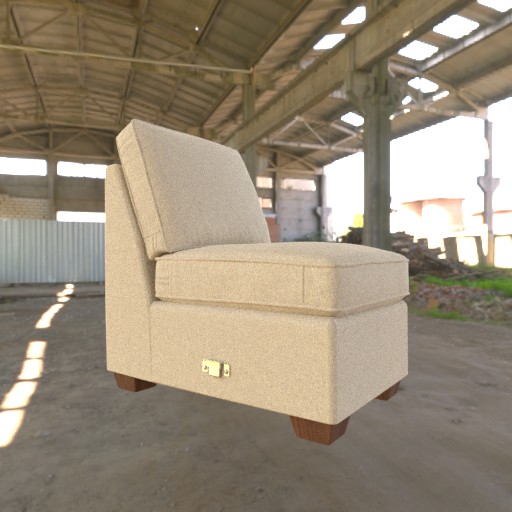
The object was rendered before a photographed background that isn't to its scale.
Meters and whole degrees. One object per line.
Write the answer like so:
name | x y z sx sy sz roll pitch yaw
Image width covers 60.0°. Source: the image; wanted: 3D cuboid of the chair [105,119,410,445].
chair | 0.000 0.000 1.588 0.938 0.970 0.621 0 0 36
